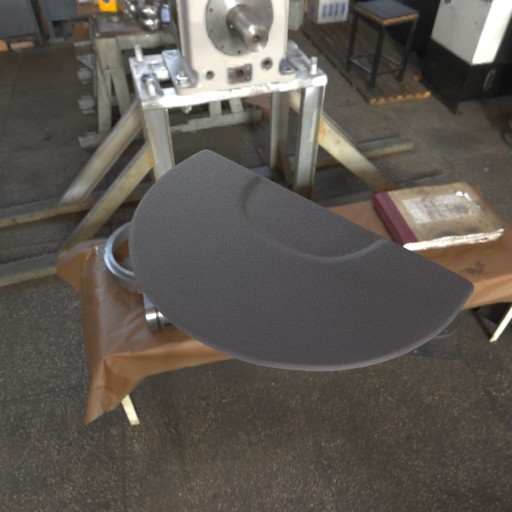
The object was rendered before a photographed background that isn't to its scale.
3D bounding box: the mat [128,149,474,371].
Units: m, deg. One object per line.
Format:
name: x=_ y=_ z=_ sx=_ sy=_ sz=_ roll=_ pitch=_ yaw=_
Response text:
mat: x=0.000 y=0.000 z=1.850 sx=1.525 sy=0.022 sz=0.917 roll=32 pitch=53 yaw=27
